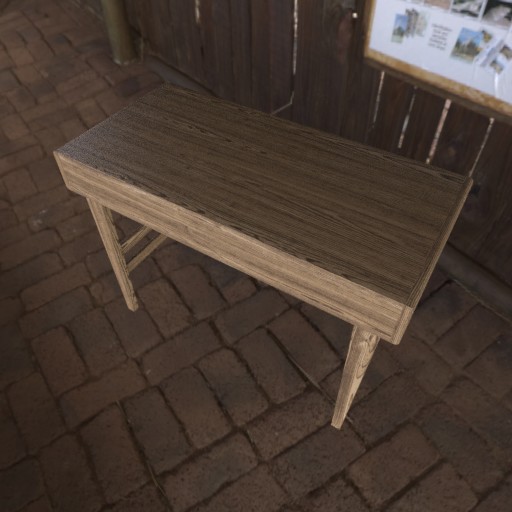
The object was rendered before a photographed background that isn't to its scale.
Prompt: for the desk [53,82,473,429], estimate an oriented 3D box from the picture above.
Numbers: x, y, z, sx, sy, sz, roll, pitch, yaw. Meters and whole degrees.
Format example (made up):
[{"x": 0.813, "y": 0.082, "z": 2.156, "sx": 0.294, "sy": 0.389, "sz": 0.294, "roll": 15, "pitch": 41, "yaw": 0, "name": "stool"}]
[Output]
[{"x": 0.000, "y": 0.000, "z": 1.509, "sx": 1.067, "sy": 0.755, "sz": 0.508, "roll": 24, "pitch": 52, "yaw": 21, "name": "desk"}]
